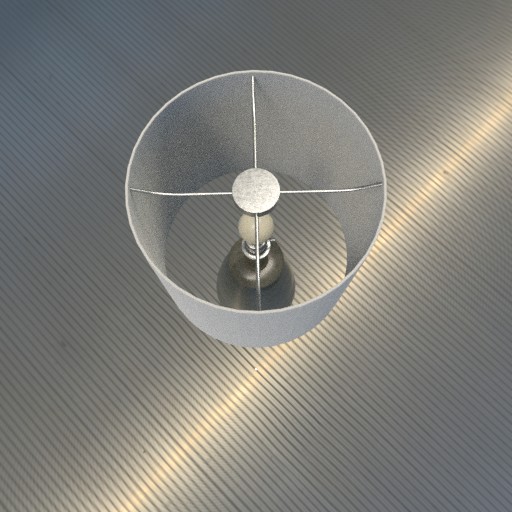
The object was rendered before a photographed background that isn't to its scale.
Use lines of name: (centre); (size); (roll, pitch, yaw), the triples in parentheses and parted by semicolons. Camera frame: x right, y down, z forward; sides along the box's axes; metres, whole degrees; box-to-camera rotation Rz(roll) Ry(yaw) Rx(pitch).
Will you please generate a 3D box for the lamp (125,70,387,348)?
lamp: (0.000, 0.000, 0.456); (0.186, 0.369, 0.186); (0, 76, 0)
